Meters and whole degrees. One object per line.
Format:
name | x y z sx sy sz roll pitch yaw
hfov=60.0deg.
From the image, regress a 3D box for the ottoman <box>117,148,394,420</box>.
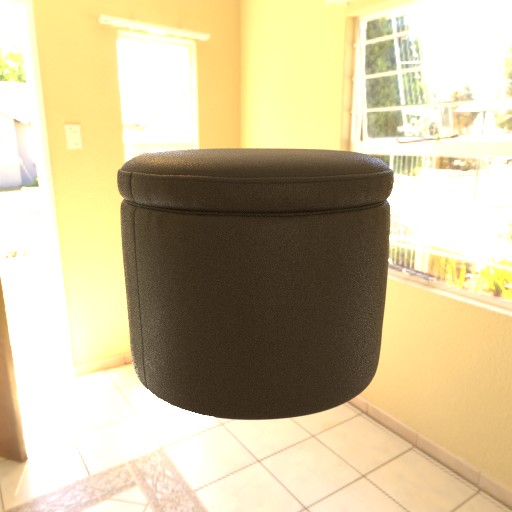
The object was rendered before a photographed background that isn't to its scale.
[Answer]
ottoman | 0.000 0.000 0.870 0.500 0.409 0.500 0 14 0
